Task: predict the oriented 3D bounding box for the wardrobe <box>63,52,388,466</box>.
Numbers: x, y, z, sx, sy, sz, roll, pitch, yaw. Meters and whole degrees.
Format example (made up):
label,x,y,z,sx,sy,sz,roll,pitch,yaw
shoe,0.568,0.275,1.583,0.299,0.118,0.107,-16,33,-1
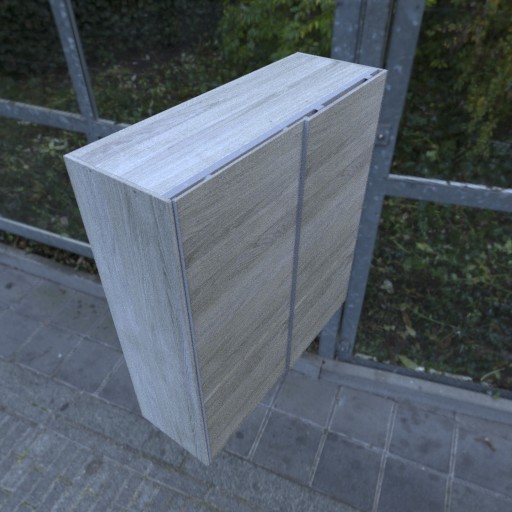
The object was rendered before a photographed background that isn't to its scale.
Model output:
label,x,y,z,sx,sy,sz,roll,pitch,yaw
wardrobe,0.000,0.000,2.818,0.629,1.960,1.780,25,46,27
